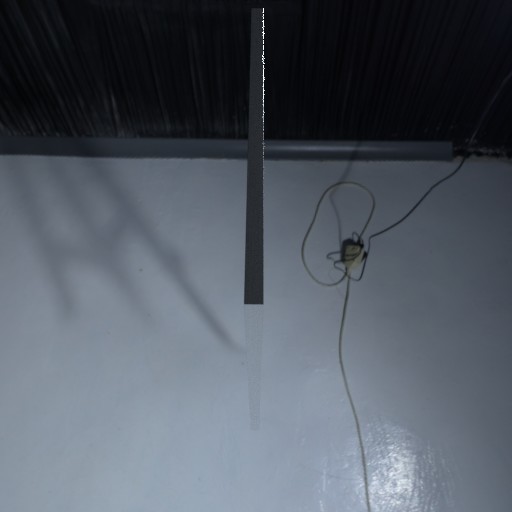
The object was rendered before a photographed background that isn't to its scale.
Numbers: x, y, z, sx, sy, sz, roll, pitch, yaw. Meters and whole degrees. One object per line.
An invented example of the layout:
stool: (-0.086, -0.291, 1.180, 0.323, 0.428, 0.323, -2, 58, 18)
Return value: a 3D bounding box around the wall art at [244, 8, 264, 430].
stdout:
wall art: (0.000, 0.000, 1.345, 0.030, 1.046, 0.816, 0, 59, 0)
